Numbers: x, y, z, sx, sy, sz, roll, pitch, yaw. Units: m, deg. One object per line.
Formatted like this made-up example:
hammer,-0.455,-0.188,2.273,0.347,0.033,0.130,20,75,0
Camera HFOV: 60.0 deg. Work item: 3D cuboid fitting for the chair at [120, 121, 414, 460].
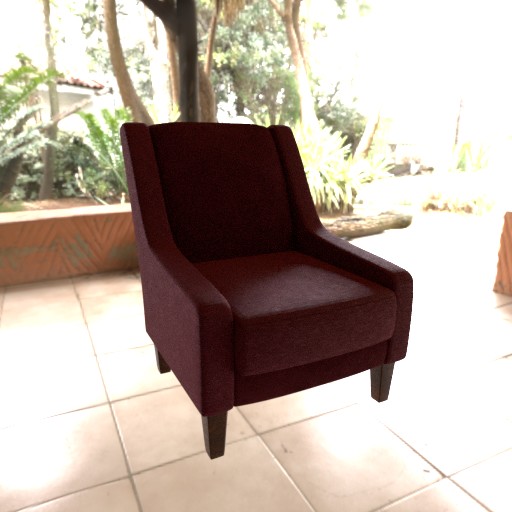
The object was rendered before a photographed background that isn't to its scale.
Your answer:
chair,0.000,0.000,1.711,0.793,1.017,0.985,-7,16,-26
